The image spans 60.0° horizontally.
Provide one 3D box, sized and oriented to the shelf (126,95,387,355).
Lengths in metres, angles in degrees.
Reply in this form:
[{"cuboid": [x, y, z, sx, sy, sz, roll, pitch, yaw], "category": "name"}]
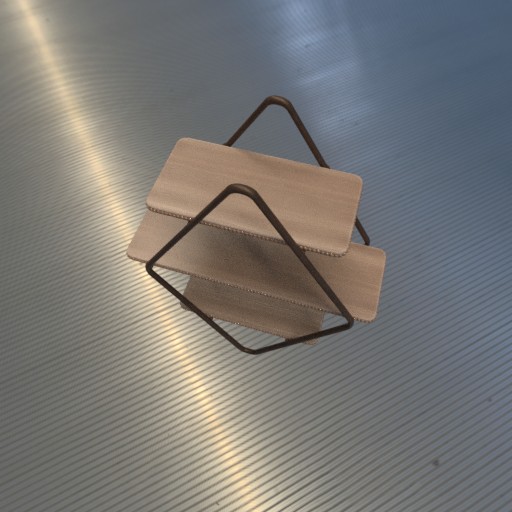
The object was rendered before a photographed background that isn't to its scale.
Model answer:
[{"cuboid": [0.000, 0.000, 1.078, 0.609, 0.774, 0.234, 14, 60, 9], "category": "shelf"}]
